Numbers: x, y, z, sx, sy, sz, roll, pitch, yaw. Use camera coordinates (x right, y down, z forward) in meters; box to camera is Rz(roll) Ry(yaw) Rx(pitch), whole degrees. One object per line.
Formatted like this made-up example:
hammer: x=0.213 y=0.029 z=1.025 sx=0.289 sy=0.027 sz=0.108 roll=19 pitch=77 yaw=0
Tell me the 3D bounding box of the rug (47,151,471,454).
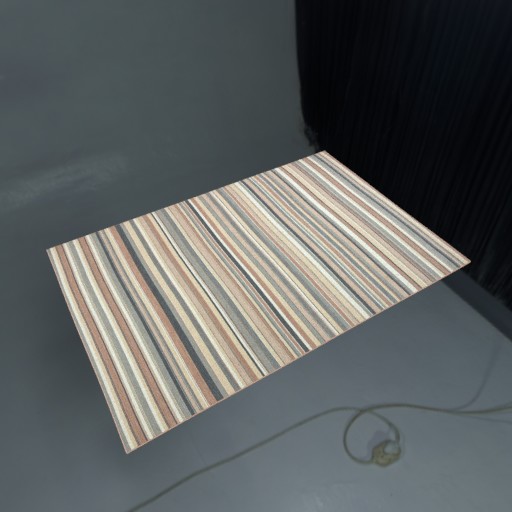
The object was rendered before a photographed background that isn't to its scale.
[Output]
rug: x=0.000 y=0.000 z=2.286 sx=1.829 sy=0.008 sz=1.219 roll=-23 pitch=50 yaw=-22
